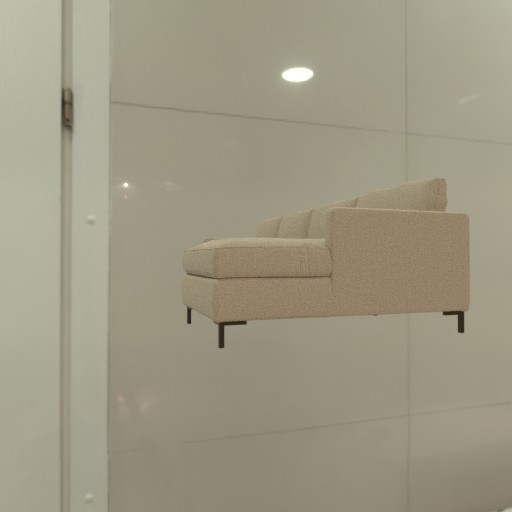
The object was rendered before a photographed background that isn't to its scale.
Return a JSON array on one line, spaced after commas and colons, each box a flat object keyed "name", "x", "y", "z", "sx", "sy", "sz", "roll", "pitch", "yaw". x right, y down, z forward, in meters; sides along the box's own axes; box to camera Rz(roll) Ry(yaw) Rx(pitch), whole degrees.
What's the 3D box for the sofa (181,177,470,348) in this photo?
[{"name": "sofa", "x": 0.000, "y": 0.000, "z": 3.160, "sx": 1.258, "sy": 0.755, "sz": 2.731, "roll": 0, "pitch": -1, "yaw": -18}]
